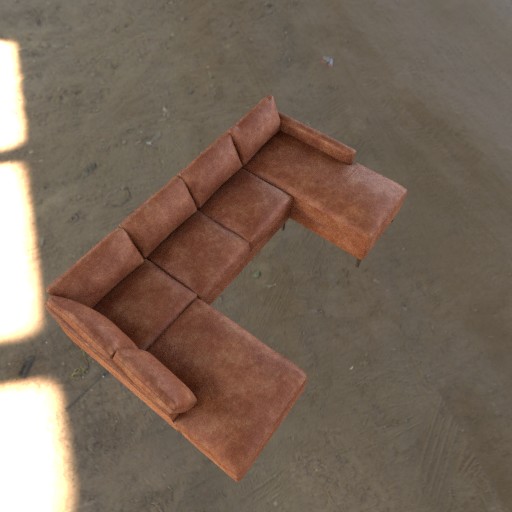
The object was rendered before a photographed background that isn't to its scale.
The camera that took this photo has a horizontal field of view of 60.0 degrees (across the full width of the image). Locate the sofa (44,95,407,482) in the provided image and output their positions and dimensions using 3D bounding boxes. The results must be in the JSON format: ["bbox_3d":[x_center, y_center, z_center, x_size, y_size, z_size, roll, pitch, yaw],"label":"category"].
[{"bbox_3d":[0.000,0.000,3.876,1.939,0.900,2.956,33,63,19],"label":"sofa"}]
